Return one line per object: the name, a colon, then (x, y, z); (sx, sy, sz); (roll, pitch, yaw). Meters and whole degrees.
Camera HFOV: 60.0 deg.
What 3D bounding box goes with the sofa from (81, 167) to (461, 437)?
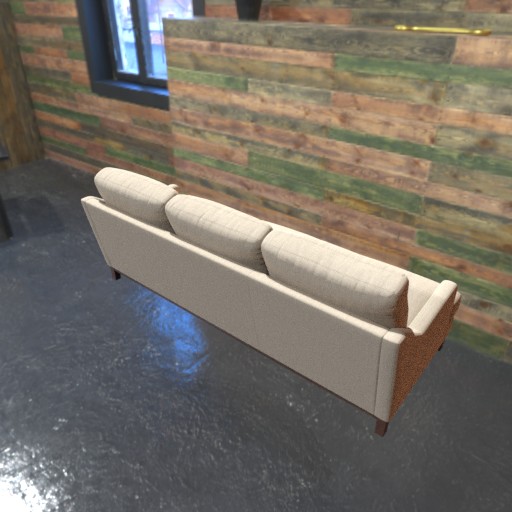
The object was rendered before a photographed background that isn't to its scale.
sofa: (0.000, 0.000, 2.854); (2.321, 0.913, 1.000); (23, 38, 33)
